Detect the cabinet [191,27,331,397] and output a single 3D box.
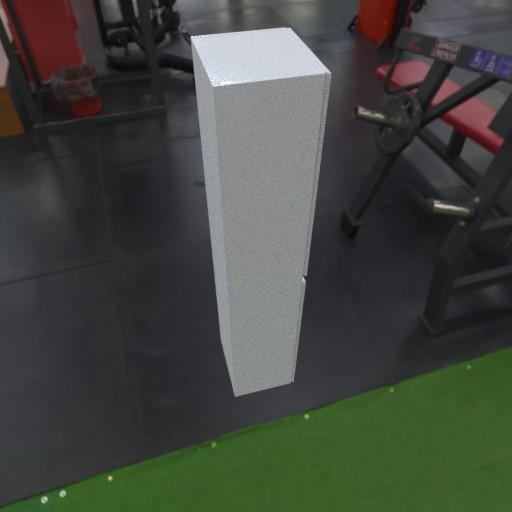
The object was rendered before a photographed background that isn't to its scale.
[{"bbox_3d":[0.000,0.000,1.571,0.270,1.400,0.300,-11,47,-10],"label":"cabinet"}]
